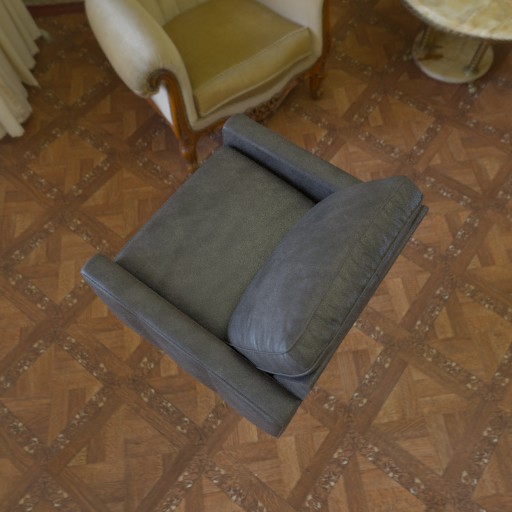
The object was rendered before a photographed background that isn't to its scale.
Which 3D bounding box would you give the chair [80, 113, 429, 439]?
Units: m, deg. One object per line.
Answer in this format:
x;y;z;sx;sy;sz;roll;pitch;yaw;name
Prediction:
0.000;0.000;1.801;0.939;0.916;1.006;33;68;15;chair
